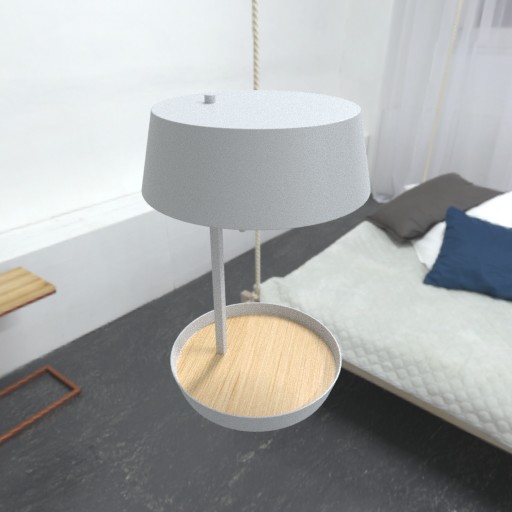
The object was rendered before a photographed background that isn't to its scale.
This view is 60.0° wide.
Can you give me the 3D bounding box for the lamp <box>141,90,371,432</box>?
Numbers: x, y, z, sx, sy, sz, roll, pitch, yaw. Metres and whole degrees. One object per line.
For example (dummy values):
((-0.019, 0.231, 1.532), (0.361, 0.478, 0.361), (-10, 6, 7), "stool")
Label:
((0.000, 0.000, 0.629), (0.291, 0.429, 0.291), (0, 29, 0), "lamp")
